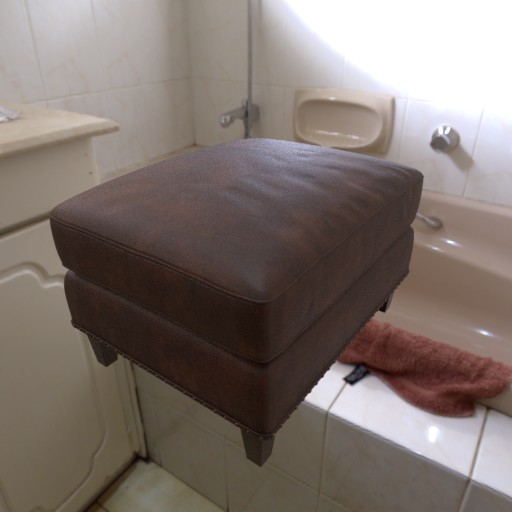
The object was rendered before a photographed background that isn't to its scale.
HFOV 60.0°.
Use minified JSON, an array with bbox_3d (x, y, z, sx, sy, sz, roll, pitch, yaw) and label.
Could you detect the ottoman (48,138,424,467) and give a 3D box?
[{"bbox_3d":[0.000,0.000,1.123,0.586,0.486,0.742,19,34,31],"label":"ottoman"}]
